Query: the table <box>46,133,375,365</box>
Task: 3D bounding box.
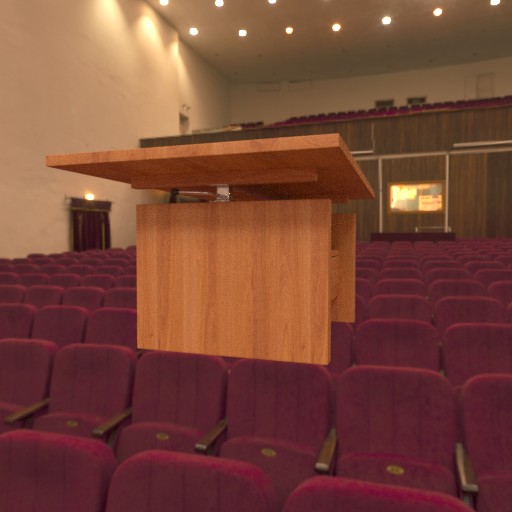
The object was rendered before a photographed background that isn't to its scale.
[{"bbox_3d":[0.000,0.000,1.484,0.700,0.510,1.100,1,2,18],"label":"table"}]
